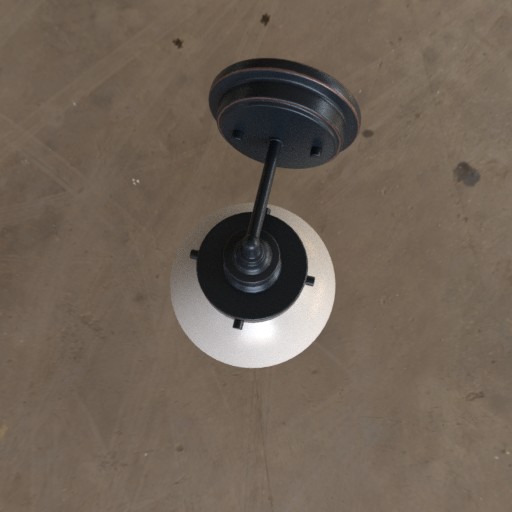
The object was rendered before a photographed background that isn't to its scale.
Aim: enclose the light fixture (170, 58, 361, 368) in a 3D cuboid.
[{"bbox_3d":[0.000,0.000,0.470,0.197,0.332,0.230,13,76,3],"label":"light fixture"}]
